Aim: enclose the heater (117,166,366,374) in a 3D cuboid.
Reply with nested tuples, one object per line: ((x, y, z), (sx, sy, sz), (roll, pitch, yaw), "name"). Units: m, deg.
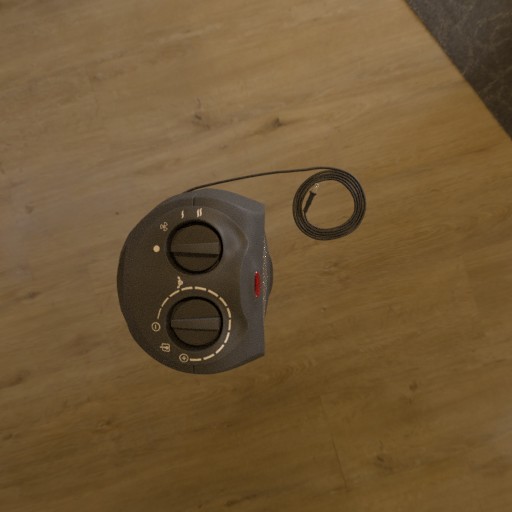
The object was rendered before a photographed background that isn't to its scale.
((0.000, 0.000, 0.477), (0.291, 0.240, 0.239), (0, 90, 1), "heater")
